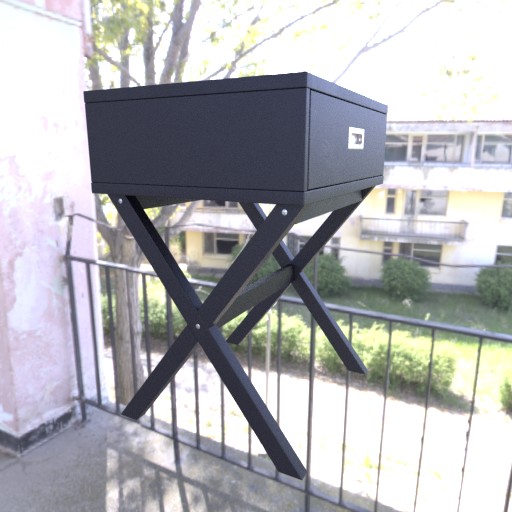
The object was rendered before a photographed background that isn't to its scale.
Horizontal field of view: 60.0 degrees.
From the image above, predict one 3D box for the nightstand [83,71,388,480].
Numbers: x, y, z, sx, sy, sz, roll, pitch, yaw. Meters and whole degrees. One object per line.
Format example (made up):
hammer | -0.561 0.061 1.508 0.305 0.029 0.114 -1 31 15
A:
nightstand | 0.000 0.000 0.927 0.402 0.623 0.479 7 15 27
